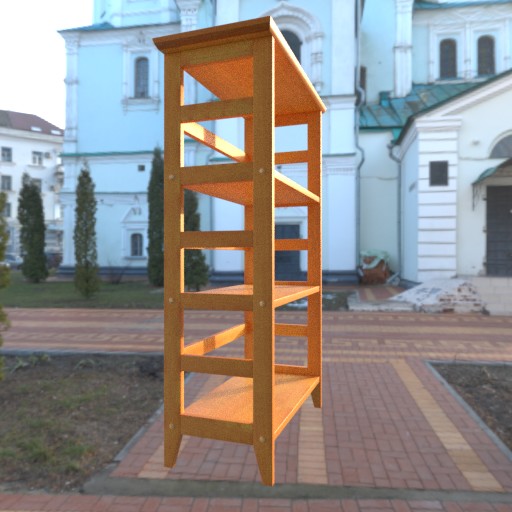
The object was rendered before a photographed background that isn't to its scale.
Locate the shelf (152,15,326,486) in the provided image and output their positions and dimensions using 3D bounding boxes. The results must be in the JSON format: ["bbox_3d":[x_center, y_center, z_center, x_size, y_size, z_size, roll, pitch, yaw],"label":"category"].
[{"bbox_3d":[0.000,0.000,1.345,0.305,1.067,0.660,0,0,20],"label":"shelf"}]
